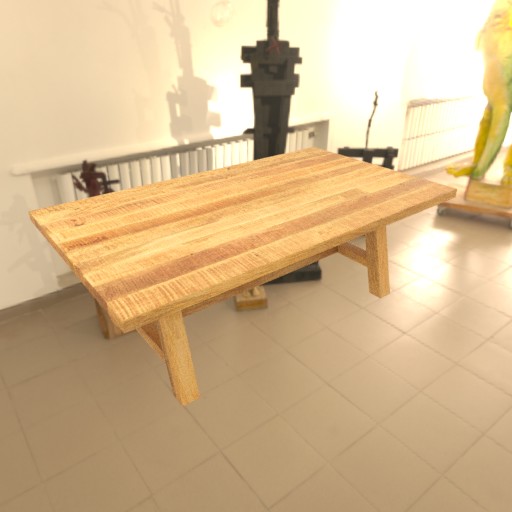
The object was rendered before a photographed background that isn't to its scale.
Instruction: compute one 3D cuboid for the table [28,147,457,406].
[{"bbox_3d":[0.000,0.000,1.671,1.320,0.455,0.760,-21,35,-33],"label":"table"}]
